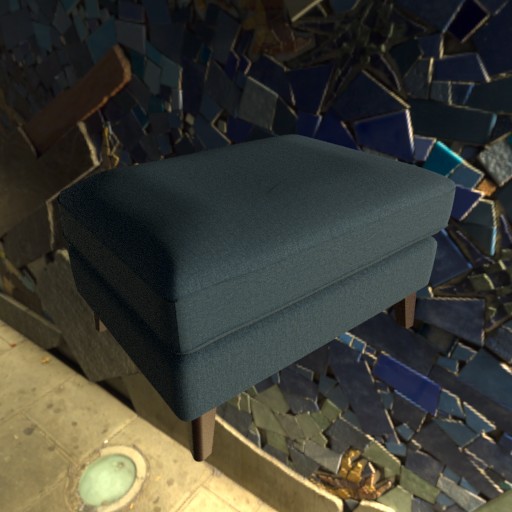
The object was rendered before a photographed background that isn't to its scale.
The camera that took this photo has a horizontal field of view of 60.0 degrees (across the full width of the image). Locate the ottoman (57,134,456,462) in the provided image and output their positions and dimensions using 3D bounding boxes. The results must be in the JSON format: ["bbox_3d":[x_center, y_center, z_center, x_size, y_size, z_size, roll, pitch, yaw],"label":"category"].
[{"bbox_3d":[0.000,0.000,1.206,0.835,0.503,0.629,-21,35,-33],"label":"ottoman"}]
